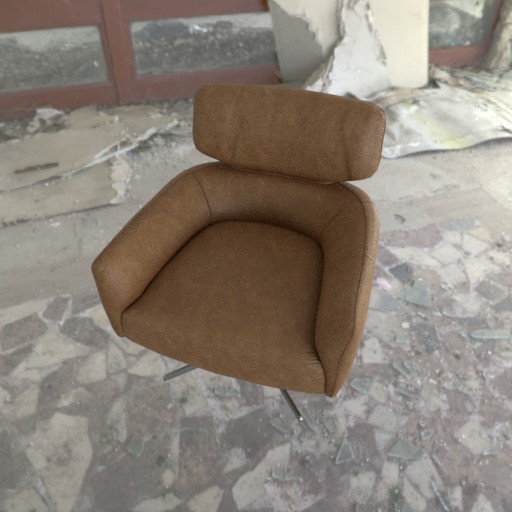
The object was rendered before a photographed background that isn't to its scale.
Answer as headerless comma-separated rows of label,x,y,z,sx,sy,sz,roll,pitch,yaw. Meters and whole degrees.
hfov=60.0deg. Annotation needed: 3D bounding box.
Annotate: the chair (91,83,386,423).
chair,0.000,0.000,1.358,0.706,0.812,0.715,12,43,14
